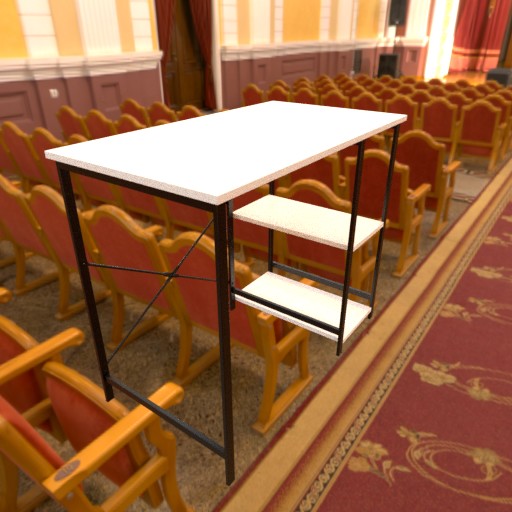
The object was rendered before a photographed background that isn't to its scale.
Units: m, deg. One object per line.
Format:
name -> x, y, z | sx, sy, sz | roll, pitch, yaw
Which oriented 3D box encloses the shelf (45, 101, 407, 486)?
shelf -> 0.000, 0.000, 1.343 | 0.498, 0.750, 0.902 | 18, 33, 31
